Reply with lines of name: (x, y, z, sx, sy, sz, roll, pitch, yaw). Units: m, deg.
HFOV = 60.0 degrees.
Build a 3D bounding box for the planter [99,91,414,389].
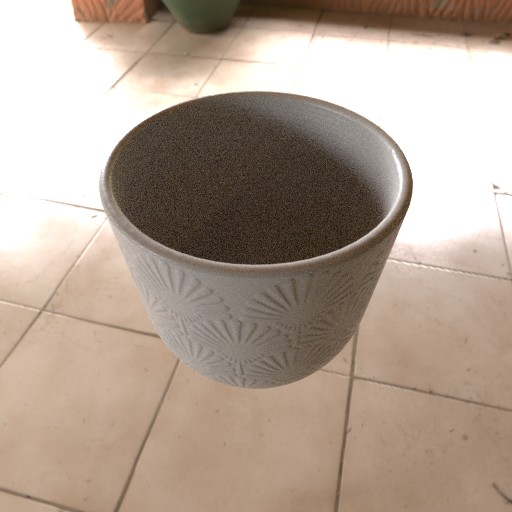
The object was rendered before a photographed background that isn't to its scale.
planter: (0.000, 0.000, 0.298, 0.170, 0.152, 0.170, 0, 46, 0)
